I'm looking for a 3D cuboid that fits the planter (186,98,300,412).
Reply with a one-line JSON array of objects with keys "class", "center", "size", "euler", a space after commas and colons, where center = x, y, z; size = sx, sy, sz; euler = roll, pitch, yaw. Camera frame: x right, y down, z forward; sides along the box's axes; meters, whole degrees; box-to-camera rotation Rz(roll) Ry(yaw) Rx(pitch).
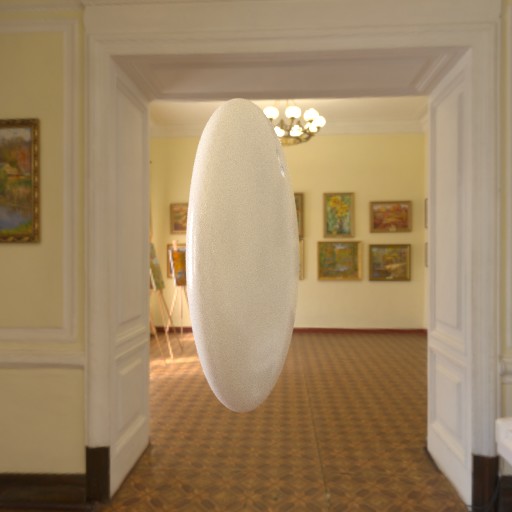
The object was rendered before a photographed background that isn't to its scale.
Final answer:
[{"class": "planter", "center": [0.000, 0.000, 0.280], "size": [0.043, 0.188, 0.185], "euler": [0, 0, 17]}]
